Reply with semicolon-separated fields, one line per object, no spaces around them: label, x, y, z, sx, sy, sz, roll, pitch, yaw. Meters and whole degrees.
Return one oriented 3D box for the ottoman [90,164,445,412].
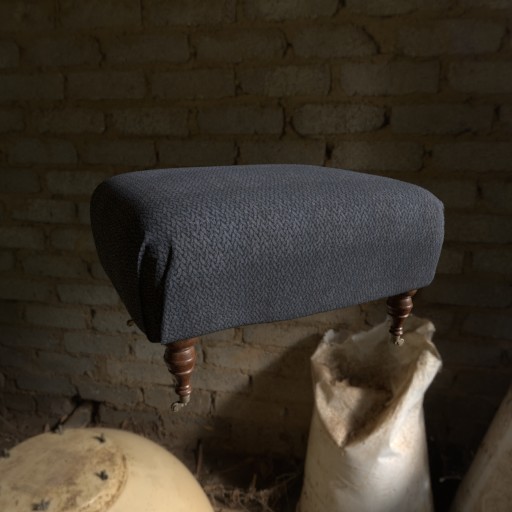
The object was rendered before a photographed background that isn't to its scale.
ottoman;0.000;0.000;1.150;0.747;0.450;0.622;-8;19;-26
